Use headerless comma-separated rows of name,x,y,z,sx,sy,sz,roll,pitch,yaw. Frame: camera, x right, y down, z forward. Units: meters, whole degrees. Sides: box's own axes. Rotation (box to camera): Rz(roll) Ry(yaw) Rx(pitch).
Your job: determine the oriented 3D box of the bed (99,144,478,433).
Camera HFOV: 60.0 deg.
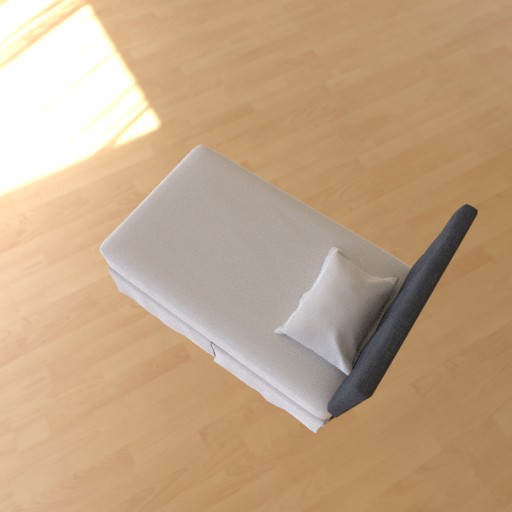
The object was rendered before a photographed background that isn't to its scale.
bed,0.000,0.000,2.983,1.997,1.571,1.261,33,69,14
